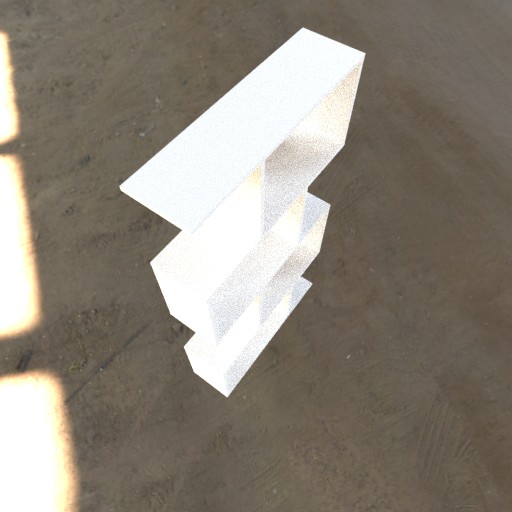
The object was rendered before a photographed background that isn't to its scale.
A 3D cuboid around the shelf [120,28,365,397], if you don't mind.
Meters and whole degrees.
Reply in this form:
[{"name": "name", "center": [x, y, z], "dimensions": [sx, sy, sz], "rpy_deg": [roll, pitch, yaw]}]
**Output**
[{"name": "shelf", "center": [0.000, 0.000, 2.028], "dimensions": [0.250, 1.650, 0.890], "rpy_deg": [32, 64, 18]}]
